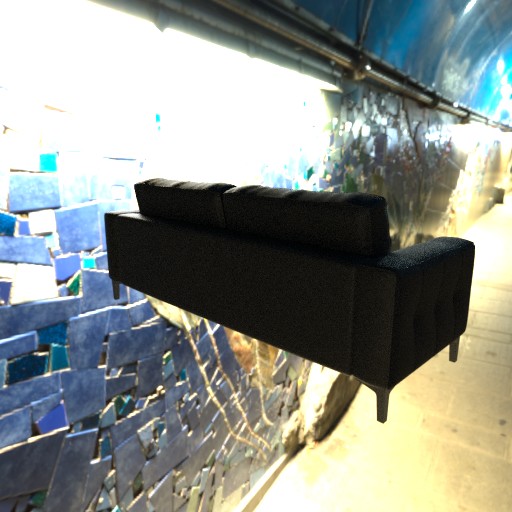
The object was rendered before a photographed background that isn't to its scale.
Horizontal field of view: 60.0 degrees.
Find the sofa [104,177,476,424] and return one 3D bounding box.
[{"bbox_3d":[0.000,0.000,2.696,2.275,0.893,0.833,13,19,43],"label":"sofa"}]
